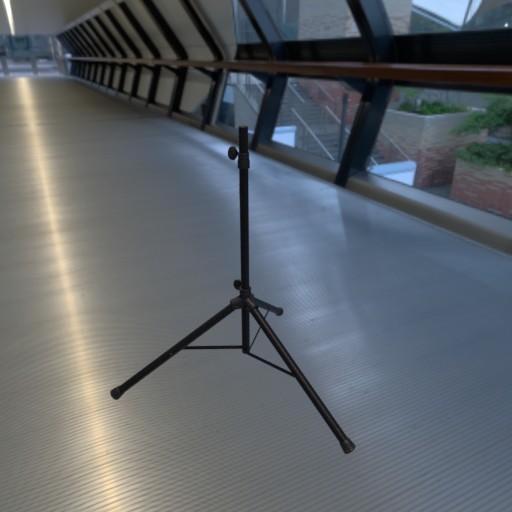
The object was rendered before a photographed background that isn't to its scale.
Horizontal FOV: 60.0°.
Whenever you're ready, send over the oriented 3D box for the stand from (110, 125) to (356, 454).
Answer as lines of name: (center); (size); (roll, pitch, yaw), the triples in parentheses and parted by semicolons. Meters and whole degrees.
stand: (0.000, 0.000, 1.917); (1.045, 1.136, 0.907); (8, 26, 16)
